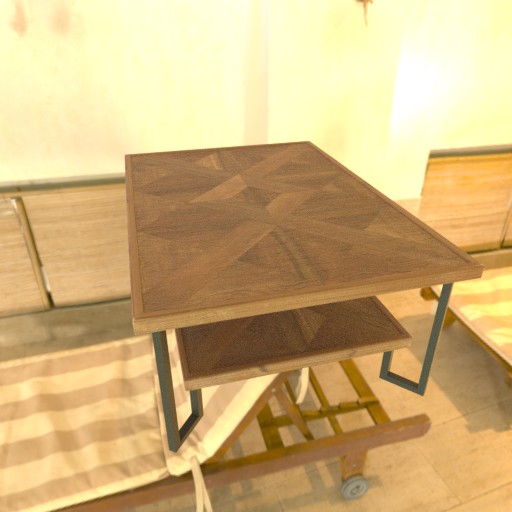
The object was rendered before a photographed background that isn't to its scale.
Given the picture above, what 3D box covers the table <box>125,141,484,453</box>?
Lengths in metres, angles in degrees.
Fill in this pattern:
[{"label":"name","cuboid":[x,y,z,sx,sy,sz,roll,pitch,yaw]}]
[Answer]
[{"label":"table","cuboid":[0.000,0.000,1.671,0.877,0.492,1.238,-8,31,-13]}]
